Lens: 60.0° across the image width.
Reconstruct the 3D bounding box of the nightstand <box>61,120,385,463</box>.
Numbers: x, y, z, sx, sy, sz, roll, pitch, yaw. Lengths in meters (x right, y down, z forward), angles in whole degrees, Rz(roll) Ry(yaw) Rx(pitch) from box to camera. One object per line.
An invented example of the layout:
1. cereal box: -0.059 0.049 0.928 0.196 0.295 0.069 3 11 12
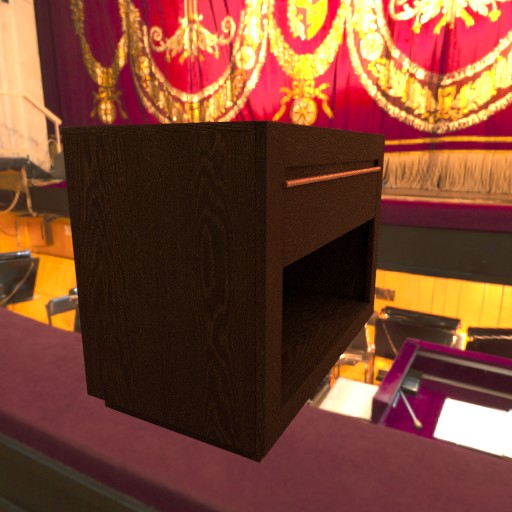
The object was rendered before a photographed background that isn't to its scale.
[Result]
1. nightstand: 0.000 0.000 1.133 0.457 0.612 0.775 7 15 27
